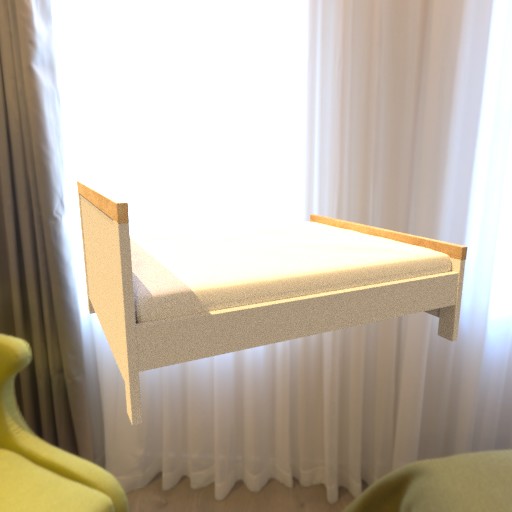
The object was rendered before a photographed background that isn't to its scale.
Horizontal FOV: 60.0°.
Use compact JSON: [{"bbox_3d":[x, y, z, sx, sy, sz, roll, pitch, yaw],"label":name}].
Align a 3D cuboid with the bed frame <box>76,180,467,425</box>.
[{"bbox_3d":[0.000,0.000,3.010,2.050,0.980,1.670,-6,14,-26],"label":"bed frame"}]
